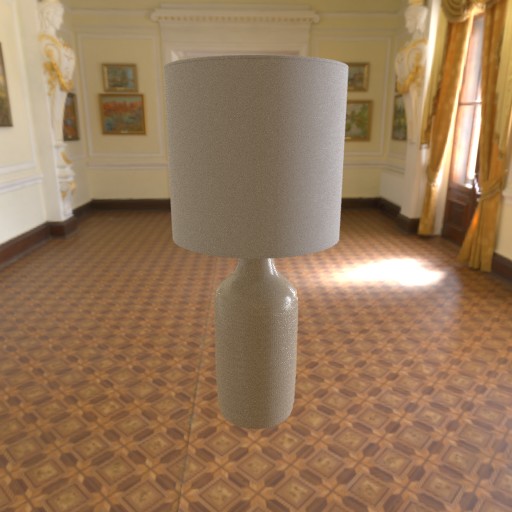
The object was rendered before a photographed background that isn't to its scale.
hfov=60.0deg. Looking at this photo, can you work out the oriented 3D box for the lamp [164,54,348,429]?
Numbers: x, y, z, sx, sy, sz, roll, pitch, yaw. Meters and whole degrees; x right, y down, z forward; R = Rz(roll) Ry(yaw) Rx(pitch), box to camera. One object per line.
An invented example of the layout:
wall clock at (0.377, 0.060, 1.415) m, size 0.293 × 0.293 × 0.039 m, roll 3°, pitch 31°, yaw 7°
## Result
lamp at (0.000, 0.000, 0.606) m, size 0.220 × 0.475 × 0.220 m, roll 3°, pitch 17°, yaw 10°
